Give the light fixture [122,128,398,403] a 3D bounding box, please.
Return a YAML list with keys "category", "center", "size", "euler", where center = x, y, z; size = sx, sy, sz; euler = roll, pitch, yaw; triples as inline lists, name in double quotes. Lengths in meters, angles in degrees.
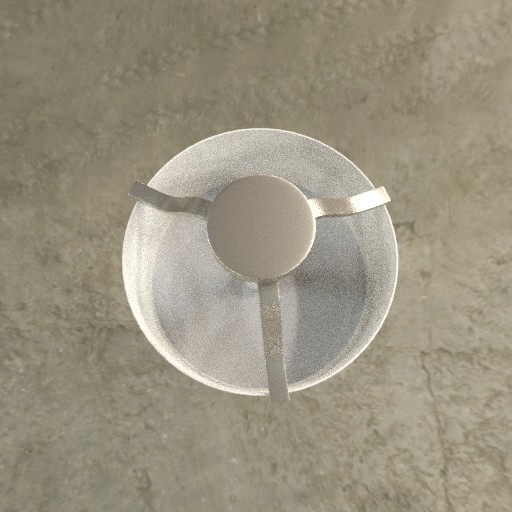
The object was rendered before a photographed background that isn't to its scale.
- category: "light fixture"
  center: [0.000, 0.000, 0.651]
  size: [0.395, 0.304, 0.395]
  euler: [0, 75, 0]
